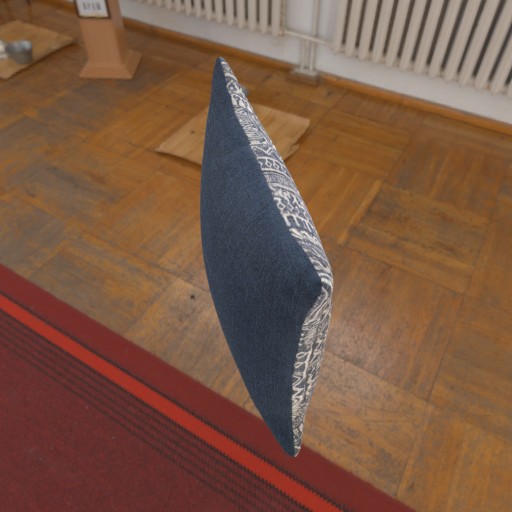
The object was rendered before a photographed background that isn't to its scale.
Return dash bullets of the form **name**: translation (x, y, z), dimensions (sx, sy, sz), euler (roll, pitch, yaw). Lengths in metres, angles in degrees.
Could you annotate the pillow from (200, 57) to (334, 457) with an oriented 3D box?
- **pillow**: translation (0.000, 0.000, 0.783), dimensions (0.180, 0.487, 0.546), euler (-11, 48, -10)
